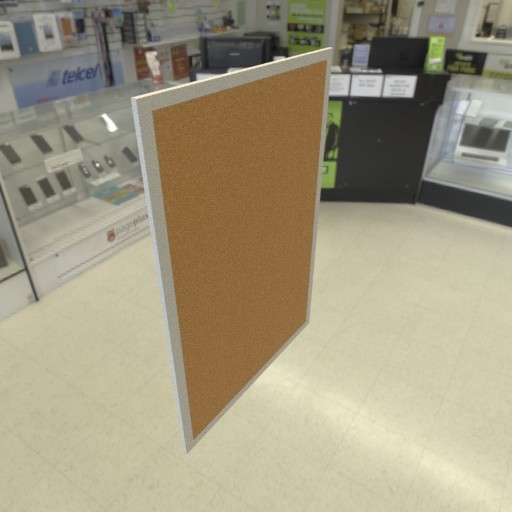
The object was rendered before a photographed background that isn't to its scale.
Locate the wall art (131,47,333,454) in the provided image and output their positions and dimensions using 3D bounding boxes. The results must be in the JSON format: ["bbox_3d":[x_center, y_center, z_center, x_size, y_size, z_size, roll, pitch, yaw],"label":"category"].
[{"bbox_3d":[0.000,0.000,1.179,0.013,0.940,0.659,22,39,30],"label":"wall art"}]
